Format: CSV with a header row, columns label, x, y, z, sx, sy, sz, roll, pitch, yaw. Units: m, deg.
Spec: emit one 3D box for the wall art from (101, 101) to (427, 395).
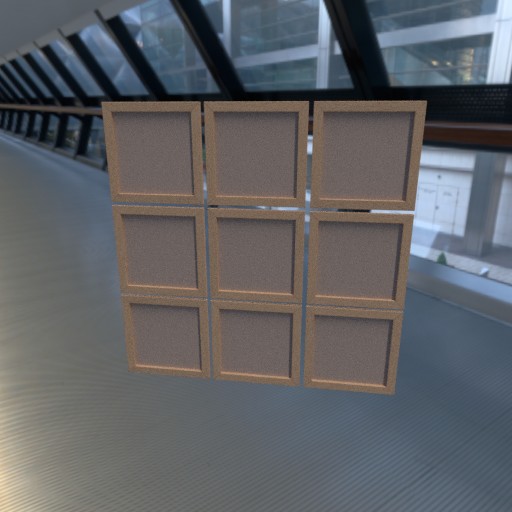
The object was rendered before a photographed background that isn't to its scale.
label,x,y,z,sx,sy,sz,roll,pitch,yaw
wall art,0.000,0.000,1.384,0.917,0.910,0.012,3,18,8
